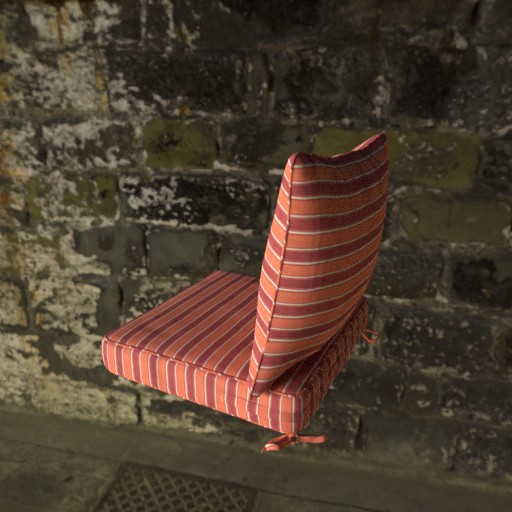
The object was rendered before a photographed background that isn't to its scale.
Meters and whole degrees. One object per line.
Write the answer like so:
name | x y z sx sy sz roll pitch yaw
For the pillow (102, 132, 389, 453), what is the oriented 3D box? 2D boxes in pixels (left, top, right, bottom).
pillow | 0.000 0.000 1.385 0.733 0.723 0.799 9 21 26
